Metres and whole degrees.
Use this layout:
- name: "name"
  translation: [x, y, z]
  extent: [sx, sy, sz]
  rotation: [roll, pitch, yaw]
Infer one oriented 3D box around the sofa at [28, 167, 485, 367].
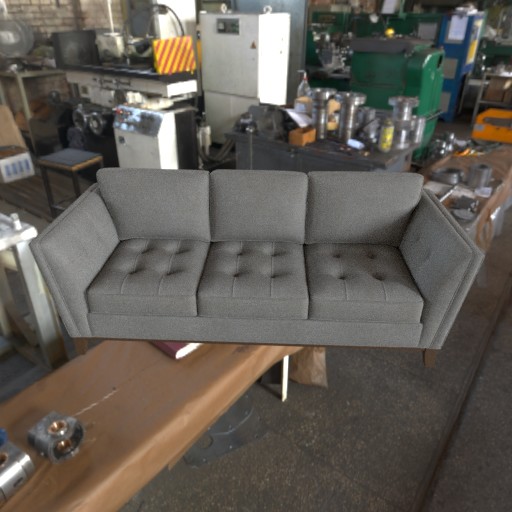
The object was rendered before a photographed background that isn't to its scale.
- name: "sofa"
  translation: [0.000, 0.000, 2.868]
  extent: [2.387, 0.940, 0.965]
  rotation: [1, 29, 2]
